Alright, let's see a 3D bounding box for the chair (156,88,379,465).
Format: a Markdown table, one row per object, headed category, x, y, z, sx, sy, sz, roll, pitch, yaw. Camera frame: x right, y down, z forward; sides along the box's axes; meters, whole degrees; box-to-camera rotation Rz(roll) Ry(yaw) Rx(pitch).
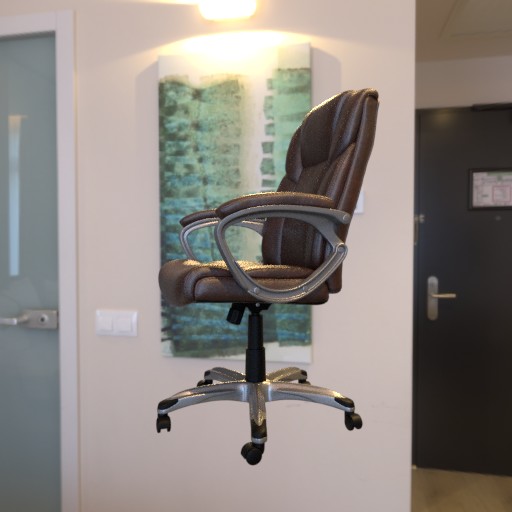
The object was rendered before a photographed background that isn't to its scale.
| category | x | y | z | sx | sy | sz | roll | pitch | yaw |
| --- | --- | --- | --- | --- | --- | --- | --- | --- | --- |
| chair | 0.000 | 0.000 | 1.541 | 0.692 | 1.128 | 0.656 | 0 | 2 | -19 |
